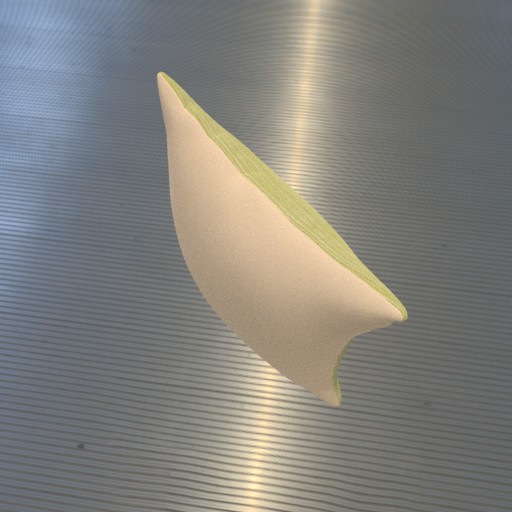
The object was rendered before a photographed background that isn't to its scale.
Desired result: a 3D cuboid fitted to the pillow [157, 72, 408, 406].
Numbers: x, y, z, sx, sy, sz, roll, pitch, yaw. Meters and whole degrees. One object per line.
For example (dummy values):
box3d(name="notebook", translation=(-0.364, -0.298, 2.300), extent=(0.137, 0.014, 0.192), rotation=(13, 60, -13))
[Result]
box3d(name="pillow", translation=(0.000, 0.000, 0.819), extent=(0.229, 0.487, 0.560), rotation=(-34, 65, -18))
